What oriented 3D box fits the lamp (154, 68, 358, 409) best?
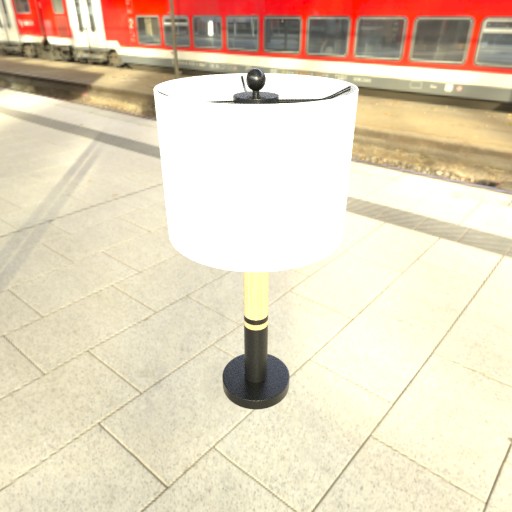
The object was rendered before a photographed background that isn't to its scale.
[{"bbox_3d":[0.000,0.000,0.816,0.305,0.640,0.305,21,35,33],"label":"lamp"}]
